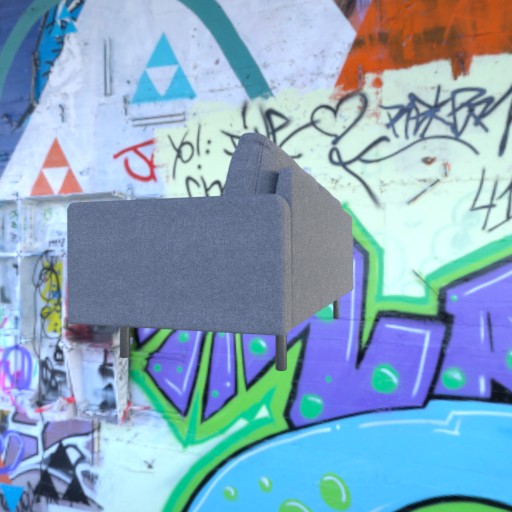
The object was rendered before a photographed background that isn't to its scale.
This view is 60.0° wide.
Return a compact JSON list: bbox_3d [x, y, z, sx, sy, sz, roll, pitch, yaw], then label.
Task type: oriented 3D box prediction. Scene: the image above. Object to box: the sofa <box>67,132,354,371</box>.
[{"bbox_3d":[0.000,0.000,2.517,0.880,0.880,2.100,0,0,18],"label":"sofa"}]
